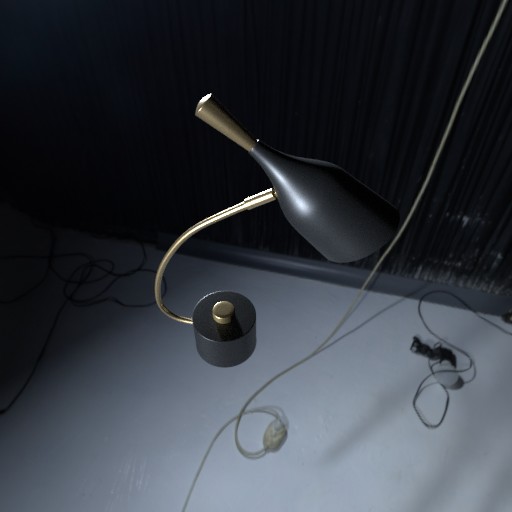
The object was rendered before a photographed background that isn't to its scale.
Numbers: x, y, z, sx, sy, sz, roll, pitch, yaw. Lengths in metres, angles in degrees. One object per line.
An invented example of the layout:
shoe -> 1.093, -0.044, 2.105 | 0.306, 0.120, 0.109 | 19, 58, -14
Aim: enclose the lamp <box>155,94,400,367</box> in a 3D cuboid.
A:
lamp -> 0.000, 0.000, 0.631 | 0.352, 0.464, 0.110 | 10, 46, 9
